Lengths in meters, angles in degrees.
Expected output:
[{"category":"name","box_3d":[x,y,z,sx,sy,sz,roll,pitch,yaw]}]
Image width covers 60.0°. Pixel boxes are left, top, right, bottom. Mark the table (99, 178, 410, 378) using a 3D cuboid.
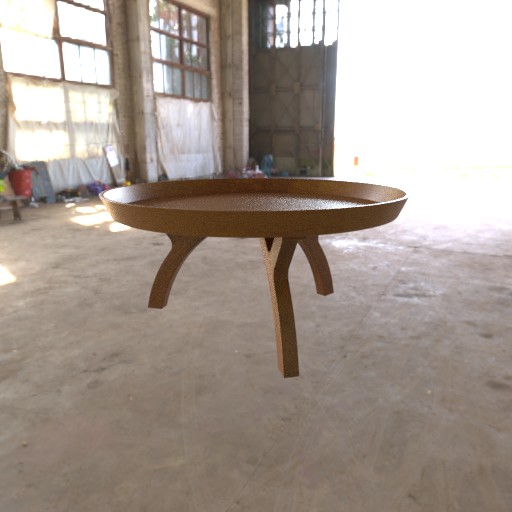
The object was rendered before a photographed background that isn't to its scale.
[{"category":"table","box_3d":[0.000,0.000,1.568,1.016,0.470,1.016,0,14,0]}]
